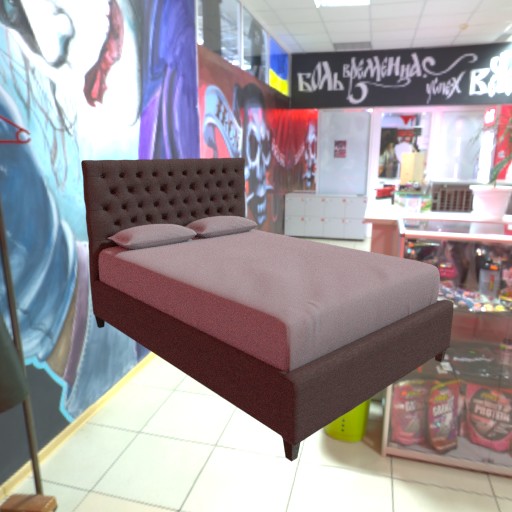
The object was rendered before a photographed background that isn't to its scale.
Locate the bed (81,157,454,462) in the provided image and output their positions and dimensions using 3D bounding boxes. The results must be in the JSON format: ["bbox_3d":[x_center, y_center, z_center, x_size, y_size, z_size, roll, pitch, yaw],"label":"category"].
[{"bbox_3d":[0.000,0.000,3.401,1.698,1.427,2.387,-12,18,-41],"label":"bed"}]
